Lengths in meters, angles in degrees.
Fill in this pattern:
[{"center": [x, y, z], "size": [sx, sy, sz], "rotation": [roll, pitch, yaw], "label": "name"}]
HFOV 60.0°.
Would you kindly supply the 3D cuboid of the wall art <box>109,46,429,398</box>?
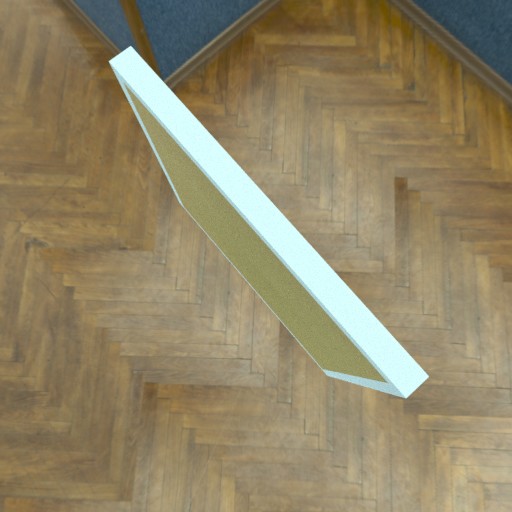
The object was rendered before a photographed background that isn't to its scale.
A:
[{"center": [0.000, 0.000, 0.447], "size": [0.020, 0.307, 0.307], "rotation": [-40, 80, -8], "label": "wall art"}]
